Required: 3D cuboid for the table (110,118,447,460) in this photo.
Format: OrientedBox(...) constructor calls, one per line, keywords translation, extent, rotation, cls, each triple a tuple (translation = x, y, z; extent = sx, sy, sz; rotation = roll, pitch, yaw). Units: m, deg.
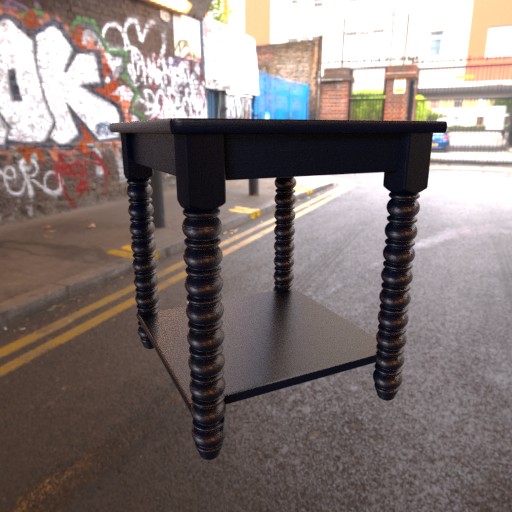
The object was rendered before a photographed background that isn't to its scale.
OrientedBox(translation=(0.000, 0.000, 0.981), extent=(0.500, 0.567, 0.533), rotation=(-8, 18, -25), cls="table")
